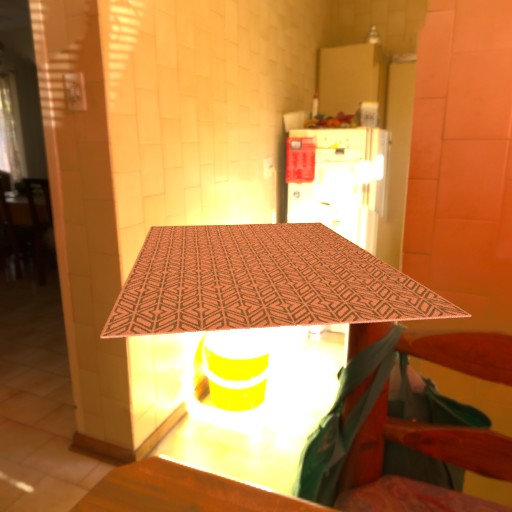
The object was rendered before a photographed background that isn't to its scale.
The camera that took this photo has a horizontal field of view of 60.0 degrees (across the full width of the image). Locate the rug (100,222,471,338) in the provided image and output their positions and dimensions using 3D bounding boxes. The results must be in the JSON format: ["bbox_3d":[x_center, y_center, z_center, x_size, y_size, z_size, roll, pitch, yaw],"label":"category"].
[{"bbox_3d":[0.000,0.000,2.300,1.220,0.007,1.828,-2,15,-8],"label":"rug"}]
